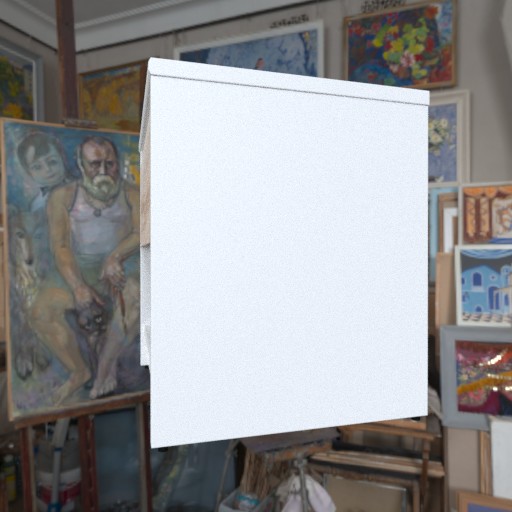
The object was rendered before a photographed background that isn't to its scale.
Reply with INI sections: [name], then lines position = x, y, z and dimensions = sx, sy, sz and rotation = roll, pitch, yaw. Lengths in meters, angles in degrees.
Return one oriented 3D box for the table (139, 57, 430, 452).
[table]
position = 0.000, 0.000, 0.765
dimensions = 0.380, 0.460, 0.420
rotation = 0, 0, -16
